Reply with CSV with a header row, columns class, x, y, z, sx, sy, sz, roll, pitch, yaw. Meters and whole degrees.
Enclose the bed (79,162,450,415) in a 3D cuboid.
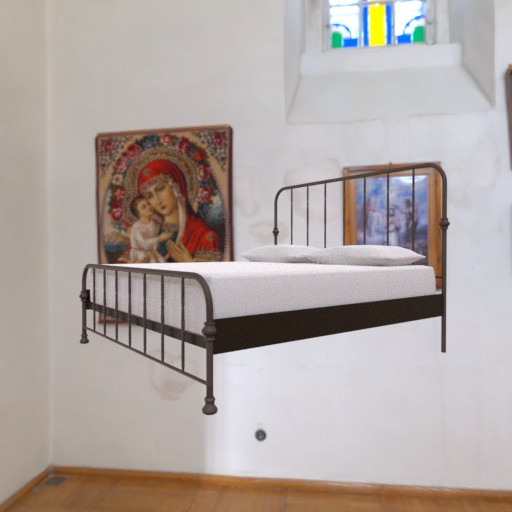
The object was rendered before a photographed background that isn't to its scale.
class,x,y,z,sx,sy,sz,roll,pitch,yaw
bed,0.000,0.000,3.488,2.134,1.446,2.044,-1,1,-37
